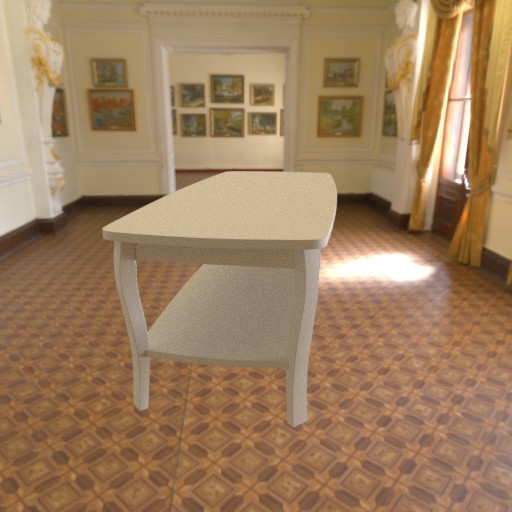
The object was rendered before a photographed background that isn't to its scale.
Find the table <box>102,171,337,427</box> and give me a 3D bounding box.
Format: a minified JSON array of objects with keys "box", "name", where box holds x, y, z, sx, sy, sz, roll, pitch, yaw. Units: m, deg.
[{"box":[0.000,0.000,1.627,0.561,0.474,1.334,3,17,9],"name":"table"}]
